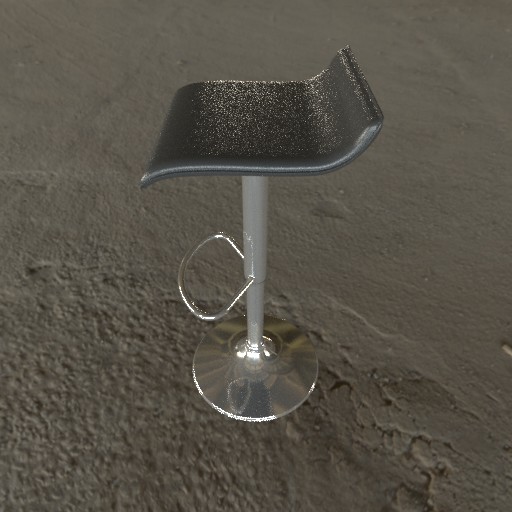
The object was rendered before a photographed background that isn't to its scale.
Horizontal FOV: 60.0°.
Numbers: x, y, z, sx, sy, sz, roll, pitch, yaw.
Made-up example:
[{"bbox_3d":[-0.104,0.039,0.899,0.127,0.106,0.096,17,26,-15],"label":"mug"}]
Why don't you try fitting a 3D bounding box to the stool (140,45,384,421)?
[{"bbox_3d":[0.000,0.000,1.060,0.381,0.851,0.381,0,41,0],"label":"stool"}]
